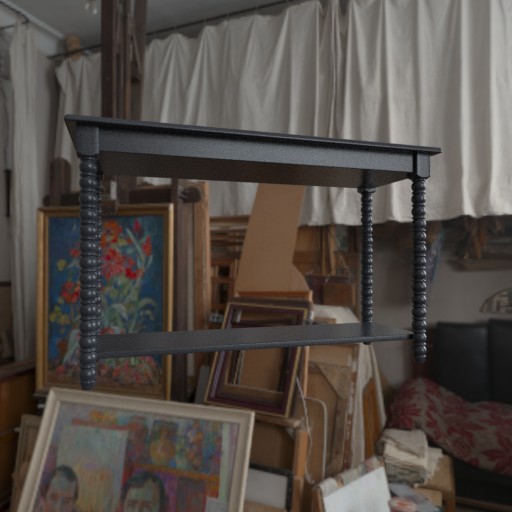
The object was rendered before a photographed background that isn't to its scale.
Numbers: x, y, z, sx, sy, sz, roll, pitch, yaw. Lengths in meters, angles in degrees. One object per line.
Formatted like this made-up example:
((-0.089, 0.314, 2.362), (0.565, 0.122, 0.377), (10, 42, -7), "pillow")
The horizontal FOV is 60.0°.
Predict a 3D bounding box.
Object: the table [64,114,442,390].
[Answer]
((0.000, 0.000, 1.534), (1.184, 0.735, 0.459), (0, -1, -17), "table")
